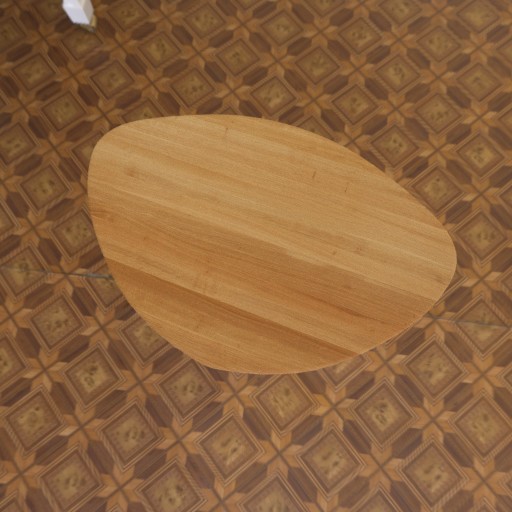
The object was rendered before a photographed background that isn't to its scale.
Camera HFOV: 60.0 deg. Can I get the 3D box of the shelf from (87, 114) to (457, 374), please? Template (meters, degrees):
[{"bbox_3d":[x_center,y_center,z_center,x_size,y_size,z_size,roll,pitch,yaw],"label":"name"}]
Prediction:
[{"bbox_3d":[0.000,0.000,1.627,1.246,0.440,0.845,19,76,5],"label":"shelf"}]
